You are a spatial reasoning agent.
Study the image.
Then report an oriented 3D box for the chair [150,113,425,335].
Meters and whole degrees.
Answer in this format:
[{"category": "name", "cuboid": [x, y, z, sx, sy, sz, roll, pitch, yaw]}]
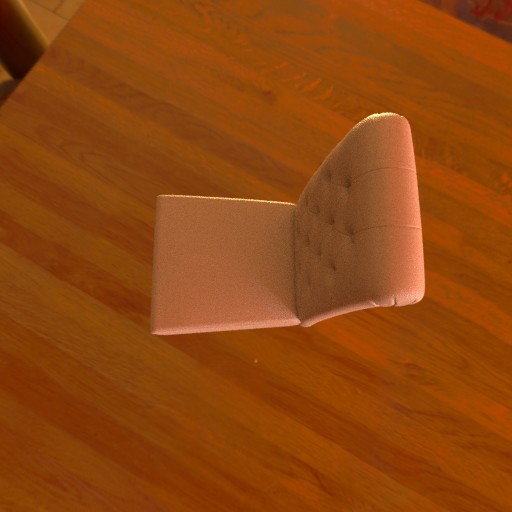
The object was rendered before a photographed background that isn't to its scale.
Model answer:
[{"category": "chair", "cuboid": [0.000, 0.000, 1.362, 0.671, 1.006, 0.456, 0, 77, 0]}]
